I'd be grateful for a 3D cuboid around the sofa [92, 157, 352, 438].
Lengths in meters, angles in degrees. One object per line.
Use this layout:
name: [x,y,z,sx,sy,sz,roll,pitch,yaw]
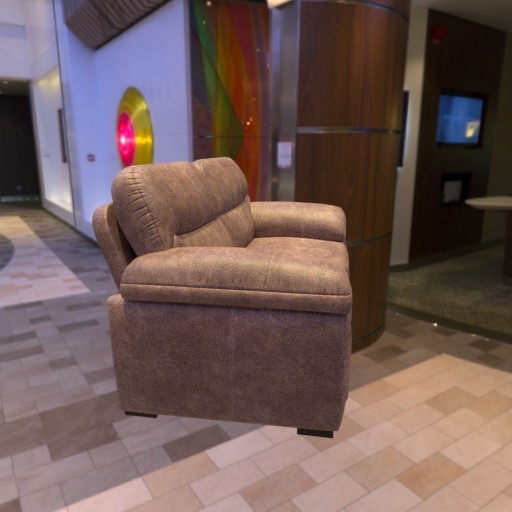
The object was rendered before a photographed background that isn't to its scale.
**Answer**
sofa: [0.000,0.000,2.354,0.991,0.991,1.753,3,14,10]
